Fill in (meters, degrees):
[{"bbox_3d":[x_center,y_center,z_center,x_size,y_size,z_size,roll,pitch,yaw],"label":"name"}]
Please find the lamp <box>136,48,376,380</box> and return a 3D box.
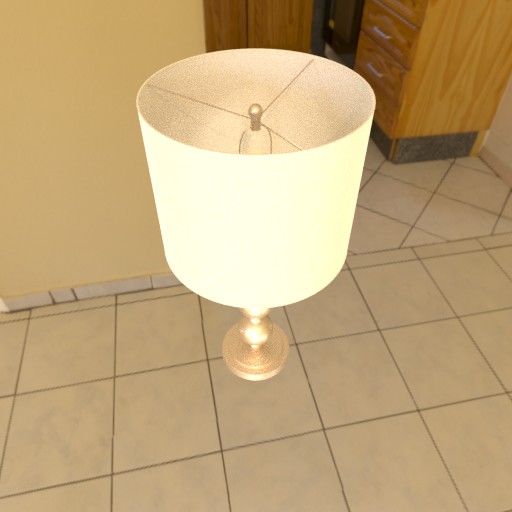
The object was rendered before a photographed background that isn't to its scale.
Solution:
[{"bbox_3d":[0.000,0.000,0.706,0.277,0.538,0.277,-15,47,-15],"label":"lamp"}]
